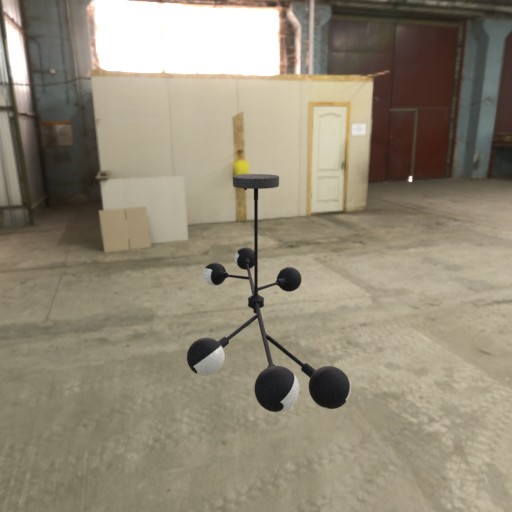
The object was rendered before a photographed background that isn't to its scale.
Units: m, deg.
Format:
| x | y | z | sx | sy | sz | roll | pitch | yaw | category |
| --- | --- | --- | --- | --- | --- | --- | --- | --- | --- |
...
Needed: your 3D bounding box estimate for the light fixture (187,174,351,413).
| x | y | z | sx | sy | sz | roll | pitch | yaw | category |
| --- | --- | --- | --- | --- | --- | --- | --- | --- | --- |
| 0.000 | 0.000 | 1.017 | 0.434 | 0.362 | 0.778 | 3 | 16 | 10 | light fixture |
